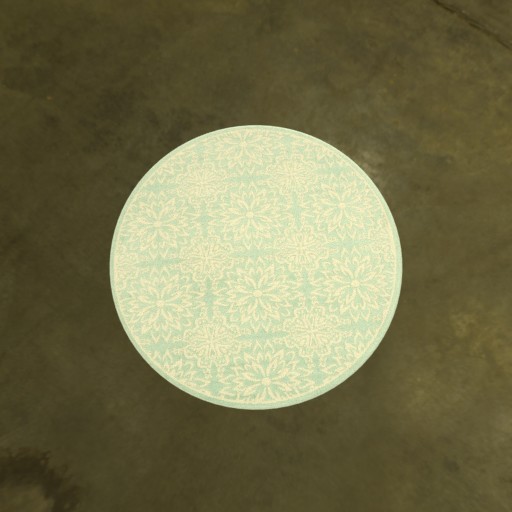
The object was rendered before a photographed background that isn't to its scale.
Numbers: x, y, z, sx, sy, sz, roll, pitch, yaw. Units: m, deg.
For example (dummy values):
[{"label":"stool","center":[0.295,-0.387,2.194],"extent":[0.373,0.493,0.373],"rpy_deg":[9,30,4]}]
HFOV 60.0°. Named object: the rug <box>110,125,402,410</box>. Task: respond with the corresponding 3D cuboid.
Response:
[{"label":"rug","center":[0.000,0.000,2.420],"extent":[1.593,0.012,1.593],"rpy_deg":[0,76,0]}]
